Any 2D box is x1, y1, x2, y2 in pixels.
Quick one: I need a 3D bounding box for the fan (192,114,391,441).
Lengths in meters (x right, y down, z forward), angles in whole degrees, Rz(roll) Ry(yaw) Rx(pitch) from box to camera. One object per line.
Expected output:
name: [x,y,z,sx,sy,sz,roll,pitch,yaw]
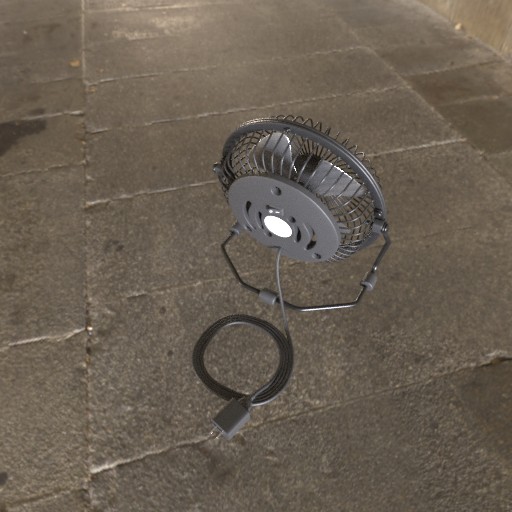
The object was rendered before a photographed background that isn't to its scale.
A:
fan: [0.000,0.000,0.309,0.153,0.152,0.202,23,51,20]
